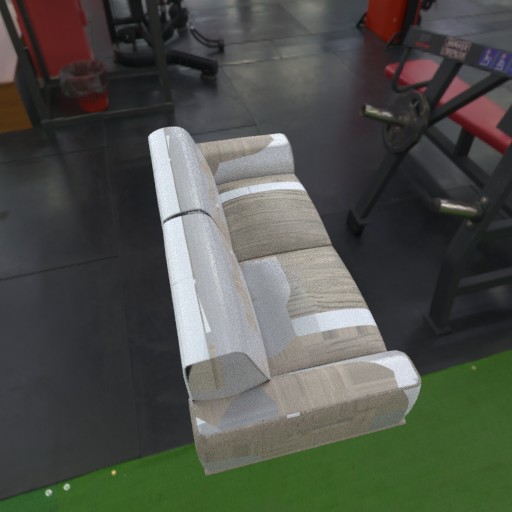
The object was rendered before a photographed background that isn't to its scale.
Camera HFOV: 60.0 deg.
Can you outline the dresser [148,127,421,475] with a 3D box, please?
[{"bbox_3d":[0.000,0.000,5.745,2.251,1.863,4.679,-10,47,-10],"label":"dresser"}]
